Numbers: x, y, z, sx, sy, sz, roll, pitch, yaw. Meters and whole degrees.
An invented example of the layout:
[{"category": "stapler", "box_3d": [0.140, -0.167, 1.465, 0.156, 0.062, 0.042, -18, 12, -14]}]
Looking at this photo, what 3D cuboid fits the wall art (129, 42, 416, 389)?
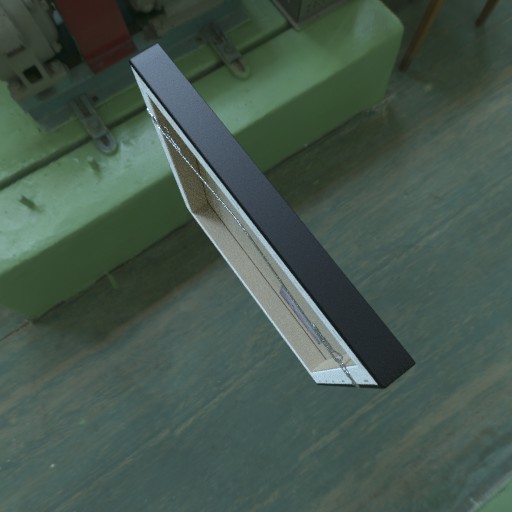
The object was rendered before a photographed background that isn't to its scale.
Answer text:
[{"category": "wall art", "box_3d": [0.000, 0.000, 0.610, 0.041, 0.407, 0.406, -35, 77, -9]}]
